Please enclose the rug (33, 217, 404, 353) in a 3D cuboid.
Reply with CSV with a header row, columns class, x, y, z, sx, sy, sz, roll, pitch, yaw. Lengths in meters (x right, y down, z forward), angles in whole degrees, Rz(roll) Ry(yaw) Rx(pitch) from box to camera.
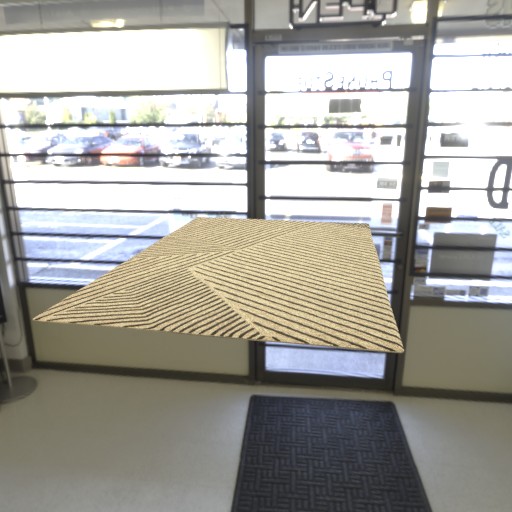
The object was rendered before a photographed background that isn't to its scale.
class,x,y,z,sx,sy,sz,roll,pitch,yaw
rug,0.000,0.000,2.287,1.237,0.019,1.842,3,16,10
